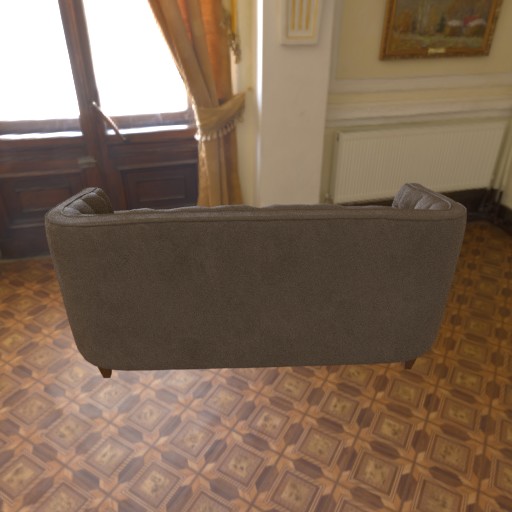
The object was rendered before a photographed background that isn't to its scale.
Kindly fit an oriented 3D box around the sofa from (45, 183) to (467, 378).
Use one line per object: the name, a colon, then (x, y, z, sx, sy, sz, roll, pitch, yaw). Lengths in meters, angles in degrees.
sofa: (0.000, 0.000, 2.188, 1.733, 0.855, 0.941, -1, 30, -2)
